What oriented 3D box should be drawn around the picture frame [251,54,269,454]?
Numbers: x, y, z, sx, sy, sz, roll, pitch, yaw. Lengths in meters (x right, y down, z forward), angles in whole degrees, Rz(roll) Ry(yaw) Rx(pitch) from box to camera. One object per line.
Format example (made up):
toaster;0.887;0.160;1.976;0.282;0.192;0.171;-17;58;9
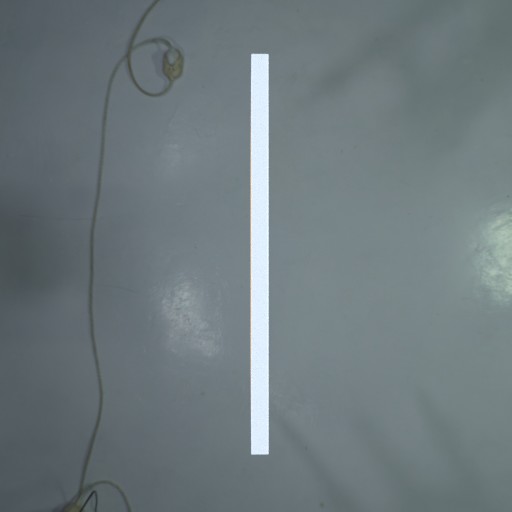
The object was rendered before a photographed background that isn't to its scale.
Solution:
picture frame;0.000;0.000;0.554;0.013;0.434;0.305;0;89;-1
